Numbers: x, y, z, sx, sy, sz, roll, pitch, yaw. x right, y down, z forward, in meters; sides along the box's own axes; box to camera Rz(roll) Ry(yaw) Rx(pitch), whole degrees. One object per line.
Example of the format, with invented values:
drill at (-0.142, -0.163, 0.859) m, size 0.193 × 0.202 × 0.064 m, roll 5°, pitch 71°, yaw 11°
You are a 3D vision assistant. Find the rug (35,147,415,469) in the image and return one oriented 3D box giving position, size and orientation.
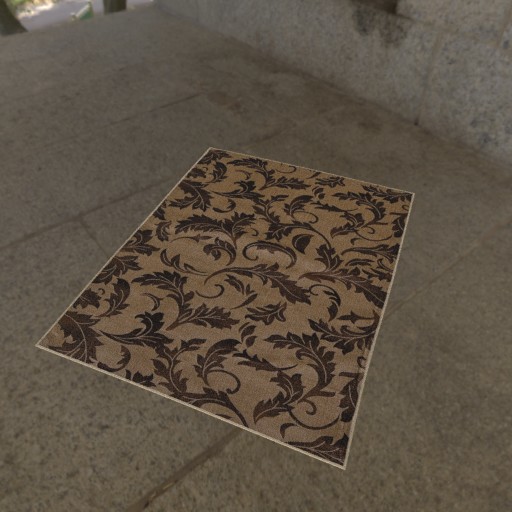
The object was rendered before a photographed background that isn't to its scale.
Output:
rug at (0.000, 0.000, 3.966) m, size 2.380 × 0.008 × 2.977 m, roll 16°, pitch 47°, yaw 15°
